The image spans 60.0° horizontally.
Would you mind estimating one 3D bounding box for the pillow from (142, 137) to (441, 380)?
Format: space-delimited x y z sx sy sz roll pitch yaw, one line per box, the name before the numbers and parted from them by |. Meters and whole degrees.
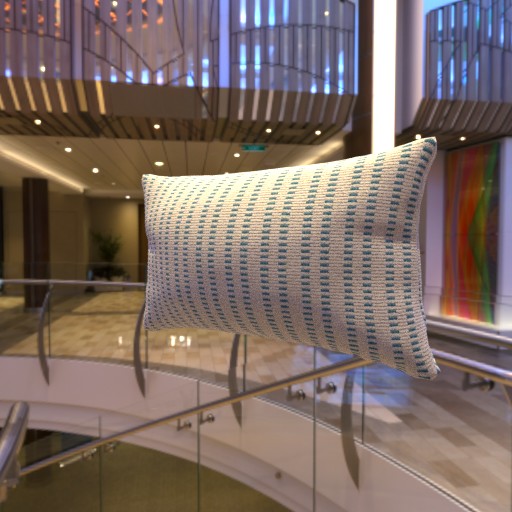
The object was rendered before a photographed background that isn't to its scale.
pillow | 0.000 0.000 0.816 0.640 0.353 0.210 1 2 35
